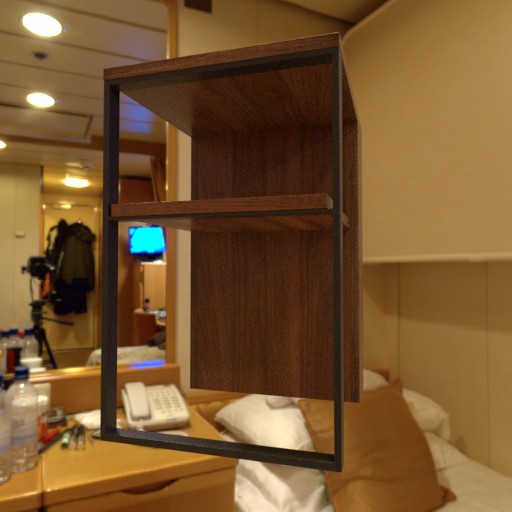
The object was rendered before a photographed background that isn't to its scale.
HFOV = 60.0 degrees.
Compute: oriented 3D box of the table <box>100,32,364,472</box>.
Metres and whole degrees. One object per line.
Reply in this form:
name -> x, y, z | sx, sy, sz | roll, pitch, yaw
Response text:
table -> 0.000, 0.000, 1.513 | 0.660, 1.041, 0.786 | -1, -2, 17
